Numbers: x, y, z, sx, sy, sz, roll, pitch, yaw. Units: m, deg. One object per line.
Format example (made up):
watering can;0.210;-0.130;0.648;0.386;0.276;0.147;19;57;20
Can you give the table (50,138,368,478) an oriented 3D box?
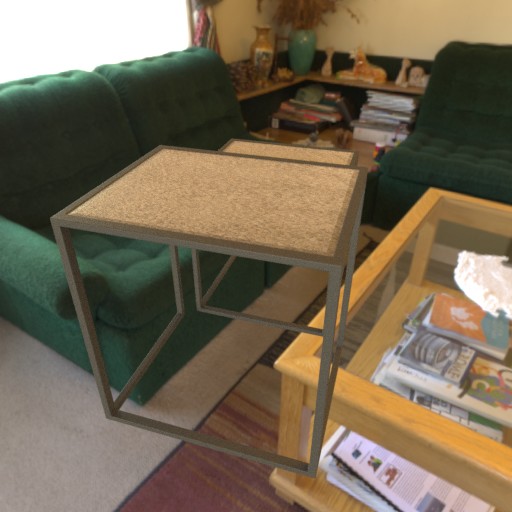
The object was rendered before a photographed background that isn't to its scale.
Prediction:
table;0.000;0.000;1.171;0.508;0.540;0.788;9;34;14
